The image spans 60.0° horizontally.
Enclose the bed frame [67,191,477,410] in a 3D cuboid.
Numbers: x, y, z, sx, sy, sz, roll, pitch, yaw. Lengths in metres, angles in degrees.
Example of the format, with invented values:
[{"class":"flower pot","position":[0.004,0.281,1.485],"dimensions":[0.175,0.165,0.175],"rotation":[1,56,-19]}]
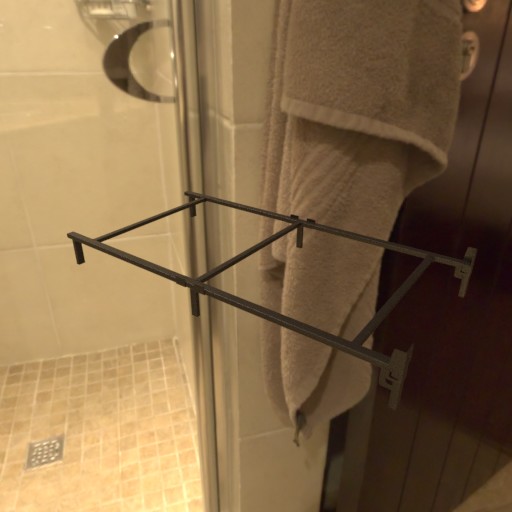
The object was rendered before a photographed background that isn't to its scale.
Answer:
[{"class":"bed frame","position":[0.000,0.000,2.311],"dimensions":[1.897,0.248,0.968],"rotation":[18,31,32]}]
